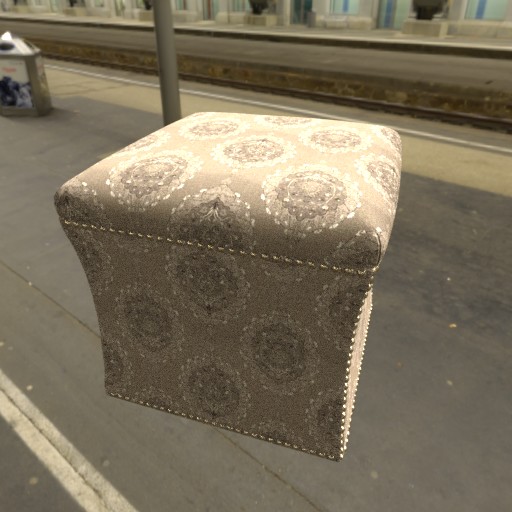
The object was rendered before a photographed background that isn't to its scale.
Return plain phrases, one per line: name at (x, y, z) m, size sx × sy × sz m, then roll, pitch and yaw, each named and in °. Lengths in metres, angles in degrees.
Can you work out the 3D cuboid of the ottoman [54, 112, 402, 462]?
ottoman at (0.000, 0.000, 0.885) m, size 0.497 × 0.473 × 0.507 m, roll 10°, pitch 32°, yaw 16°
